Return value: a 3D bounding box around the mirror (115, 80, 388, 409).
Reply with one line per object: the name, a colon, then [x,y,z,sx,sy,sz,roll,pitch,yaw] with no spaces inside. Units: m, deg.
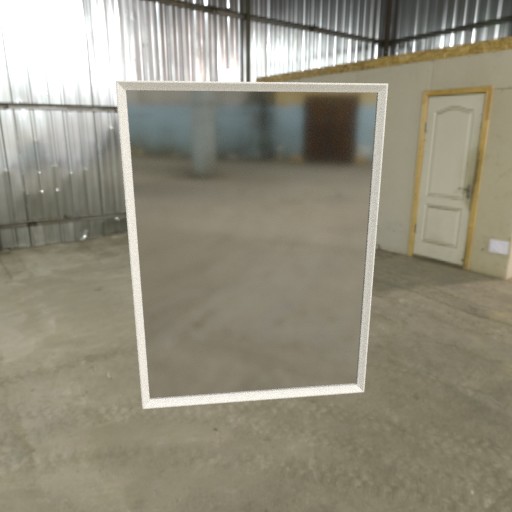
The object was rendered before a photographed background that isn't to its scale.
mirror: [0.000,0.000,1.389,0.762,1.016,0.041,-2,16,-7]
